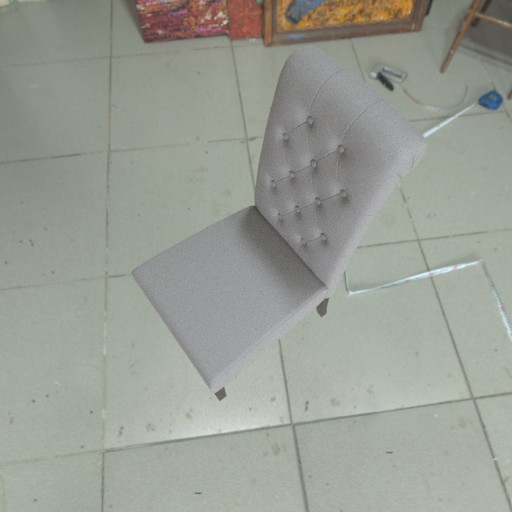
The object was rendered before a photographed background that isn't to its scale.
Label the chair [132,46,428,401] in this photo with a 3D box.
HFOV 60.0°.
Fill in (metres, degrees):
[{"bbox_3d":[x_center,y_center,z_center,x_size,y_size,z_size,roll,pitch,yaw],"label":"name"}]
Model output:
[{"bbox_3d":[0.000,0.000,1.365,0.671,1.006,0.456,-34,68,-16],"label":"chair"}]
